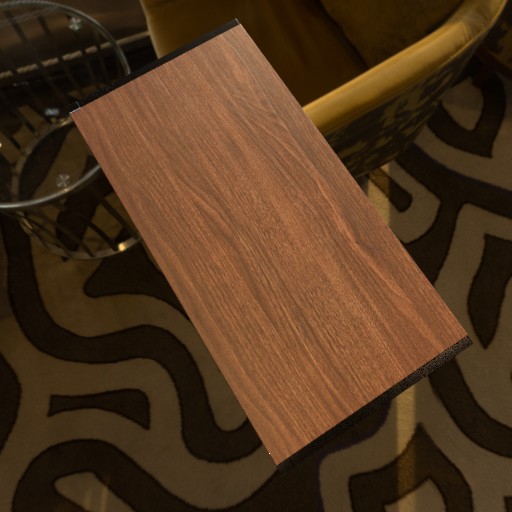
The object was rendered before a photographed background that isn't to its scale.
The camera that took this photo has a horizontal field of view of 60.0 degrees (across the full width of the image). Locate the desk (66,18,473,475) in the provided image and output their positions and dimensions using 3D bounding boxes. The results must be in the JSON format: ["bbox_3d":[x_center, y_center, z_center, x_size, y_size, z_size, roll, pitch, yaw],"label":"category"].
[{"bbox_3d":[0.000,0.000,1.422,0.508,0.762,1.016,-31,78,-7],"label":"desk"}]
